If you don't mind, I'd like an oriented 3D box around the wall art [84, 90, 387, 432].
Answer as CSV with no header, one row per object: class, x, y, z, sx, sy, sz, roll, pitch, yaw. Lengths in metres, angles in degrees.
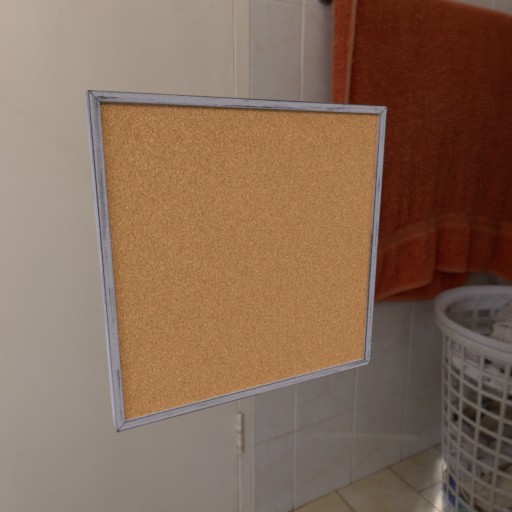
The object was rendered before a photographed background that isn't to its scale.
wall art,0.000,0.000,0.759,0.506,0.506,0.038,-7,15,-26
